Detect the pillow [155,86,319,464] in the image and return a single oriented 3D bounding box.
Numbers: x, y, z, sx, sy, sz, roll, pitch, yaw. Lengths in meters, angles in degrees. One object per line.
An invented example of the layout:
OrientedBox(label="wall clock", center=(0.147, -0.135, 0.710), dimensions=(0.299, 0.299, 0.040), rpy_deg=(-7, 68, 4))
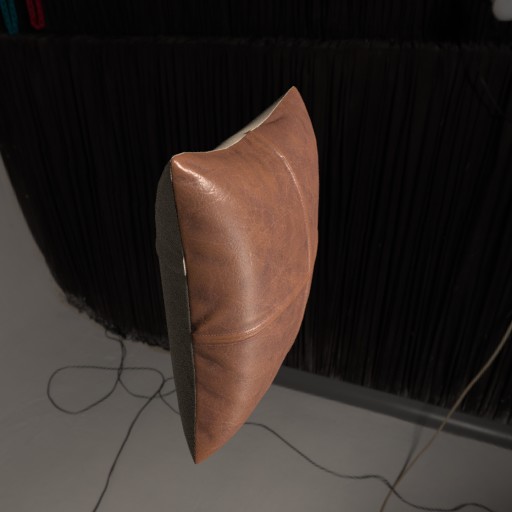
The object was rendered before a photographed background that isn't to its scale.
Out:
OrientedBox(label="pillow", center=(0.000, 0.000, 0.737), dimensions=(0.192, 0.470, 0.484), rpy_deg=(10, 31, 17))
